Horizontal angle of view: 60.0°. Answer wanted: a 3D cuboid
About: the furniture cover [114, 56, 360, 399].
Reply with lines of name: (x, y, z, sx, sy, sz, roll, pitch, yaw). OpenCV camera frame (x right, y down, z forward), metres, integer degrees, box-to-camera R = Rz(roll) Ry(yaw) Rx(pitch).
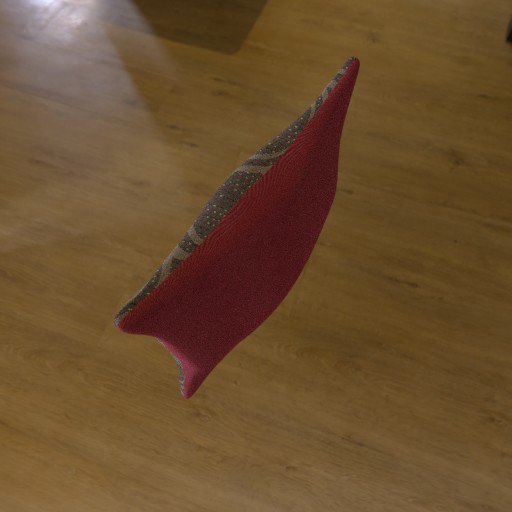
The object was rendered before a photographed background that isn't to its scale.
furniture cover: (0.000, 0.000, 0.794, 0.163, 0.513, 0.514, 33, 68, 15)
